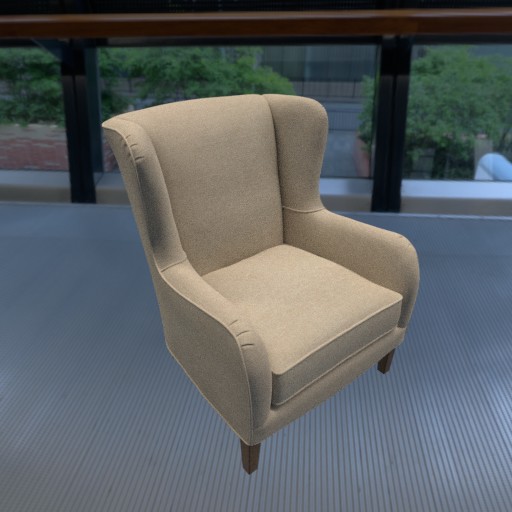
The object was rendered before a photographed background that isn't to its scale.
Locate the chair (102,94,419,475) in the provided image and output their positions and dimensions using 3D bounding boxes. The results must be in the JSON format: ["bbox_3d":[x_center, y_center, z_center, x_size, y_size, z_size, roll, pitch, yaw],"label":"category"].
[{"bbox_3d":[0.000,0.000,1.711,0.838,1.040,0.966,-22,37,-33],"label":"chair"}]
